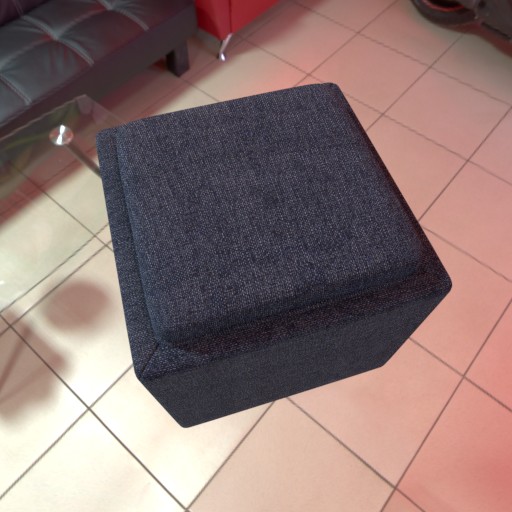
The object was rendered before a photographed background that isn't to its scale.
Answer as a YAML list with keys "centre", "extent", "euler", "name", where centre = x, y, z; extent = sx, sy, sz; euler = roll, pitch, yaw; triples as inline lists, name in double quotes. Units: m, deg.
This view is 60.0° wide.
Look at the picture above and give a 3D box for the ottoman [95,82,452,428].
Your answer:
- centre: [0.000, 0.000, 0.834]
  extent: [0.450, 0.460, 0.450]
  euler: [-15, 61, -8]
  name: "ottoman"
